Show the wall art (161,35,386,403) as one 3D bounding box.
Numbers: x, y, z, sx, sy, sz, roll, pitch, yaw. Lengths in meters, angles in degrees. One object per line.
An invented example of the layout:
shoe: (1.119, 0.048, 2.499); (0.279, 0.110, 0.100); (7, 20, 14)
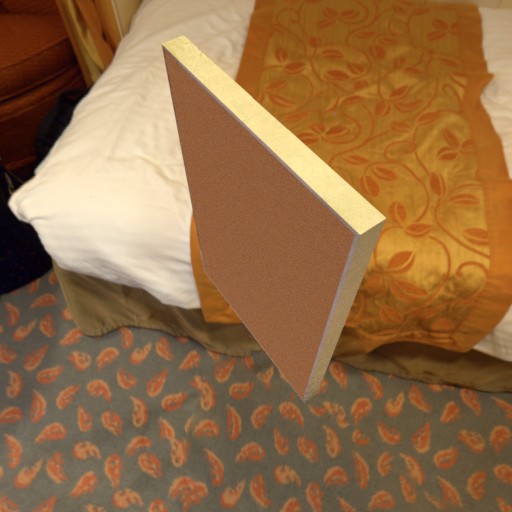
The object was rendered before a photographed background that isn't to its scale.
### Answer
wall art: (0.000, 0.000, 0.785); (0.036, 0.607, 0.403); (-31, 62, -19)
